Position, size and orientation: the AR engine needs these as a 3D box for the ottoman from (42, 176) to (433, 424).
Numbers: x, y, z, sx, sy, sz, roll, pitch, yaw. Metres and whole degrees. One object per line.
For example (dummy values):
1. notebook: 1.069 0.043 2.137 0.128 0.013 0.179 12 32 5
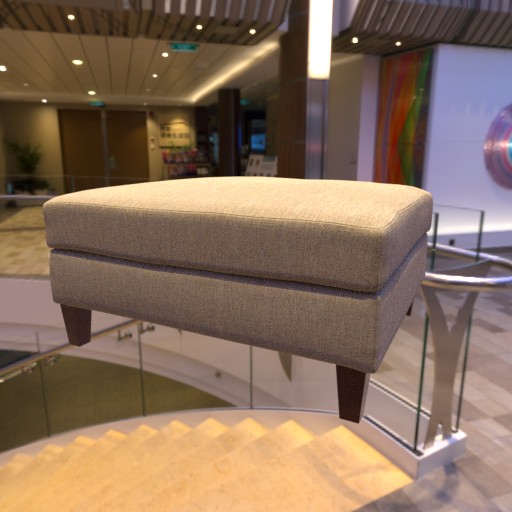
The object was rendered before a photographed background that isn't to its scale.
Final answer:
1. ottoman: 0.000 0.000 1.437 0.976 0.492 0.836 7 15 26
